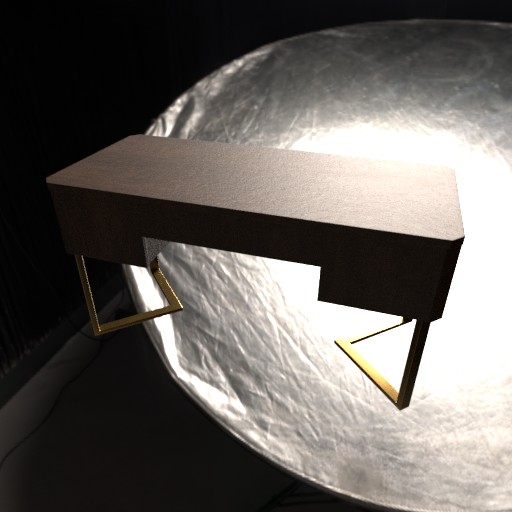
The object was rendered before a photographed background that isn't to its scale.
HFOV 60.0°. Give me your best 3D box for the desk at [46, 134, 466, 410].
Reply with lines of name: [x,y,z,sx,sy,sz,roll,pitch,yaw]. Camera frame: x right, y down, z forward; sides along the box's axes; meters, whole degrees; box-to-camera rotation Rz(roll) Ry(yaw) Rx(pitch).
desk: [0.000,0.000,1.927,1.479,0.762,0.684,10,33,15]
